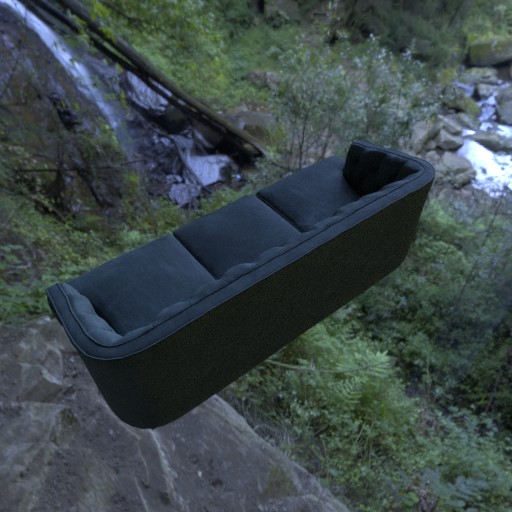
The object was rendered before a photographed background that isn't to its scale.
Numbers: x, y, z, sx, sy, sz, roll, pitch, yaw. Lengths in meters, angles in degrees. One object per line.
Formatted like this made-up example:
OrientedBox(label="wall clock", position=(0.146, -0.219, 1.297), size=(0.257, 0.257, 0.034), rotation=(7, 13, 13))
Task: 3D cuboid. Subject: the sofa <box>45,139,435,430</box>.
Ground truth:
OrientedBox(label="sofa", position=(0.000, 0.000, 2.709), size=(2.278, 0.855, 0.941), rotation=(-29, 53, -25))
